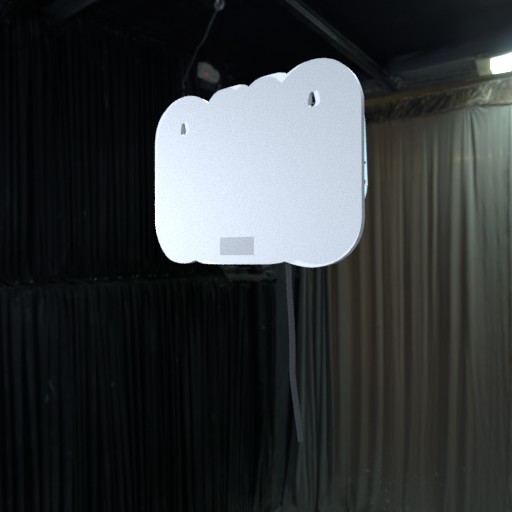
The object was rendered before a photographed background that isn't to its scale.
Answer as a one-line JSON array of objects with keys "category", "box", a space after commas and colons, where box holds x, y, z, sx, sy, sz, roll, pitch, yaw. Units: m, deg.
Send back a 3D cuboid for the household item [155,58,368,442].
[{"category": "household item", "box": [0.000, 0.000, 0.387, 0.211, 0.294, 0.042, 0, 0, 36]}]
